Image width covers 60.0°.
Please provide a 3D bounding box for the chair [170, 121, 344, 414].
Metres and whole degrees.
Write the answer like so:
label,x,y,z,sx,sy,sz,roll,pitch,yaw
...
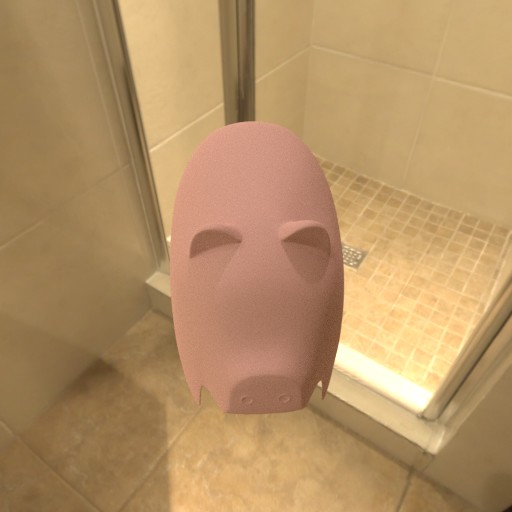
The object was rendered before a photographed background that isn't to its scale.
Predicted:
label,x,y,z,sx,sy,sz,roll,pitch,yaw
chair,0.000,0.000,0.876,0.364,0.423,0.619,-2,46,-2
